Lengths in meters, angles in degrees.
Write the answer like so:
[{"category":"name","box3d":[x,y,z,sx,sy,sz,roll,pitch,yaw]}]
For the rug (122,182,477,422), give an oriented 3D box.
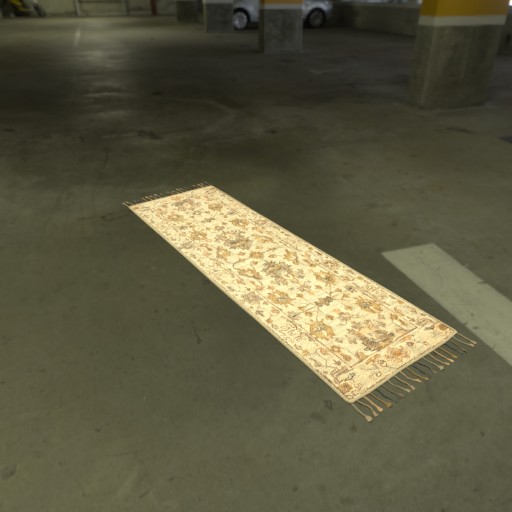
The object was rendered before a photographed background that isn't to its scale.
[{"category":"rug","box3d":[0.000,0.000,2.662,0.729,0.021,2.438,-20,36,-30]}]
